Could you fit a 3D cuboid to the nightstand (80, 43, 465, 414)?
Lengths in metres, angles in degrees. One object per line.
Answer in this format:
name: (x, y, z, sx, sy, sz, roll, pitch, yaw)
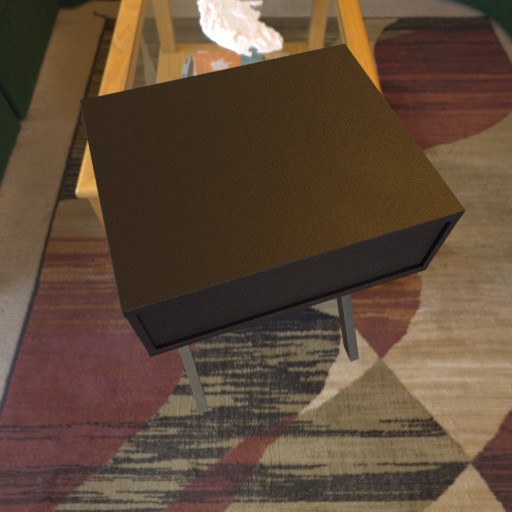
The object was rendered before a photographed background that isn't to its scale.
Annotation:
nightstand: (0.000, 0.000, 0.939, 0.479, 0.623, 0.402, -16, 60, -9)
